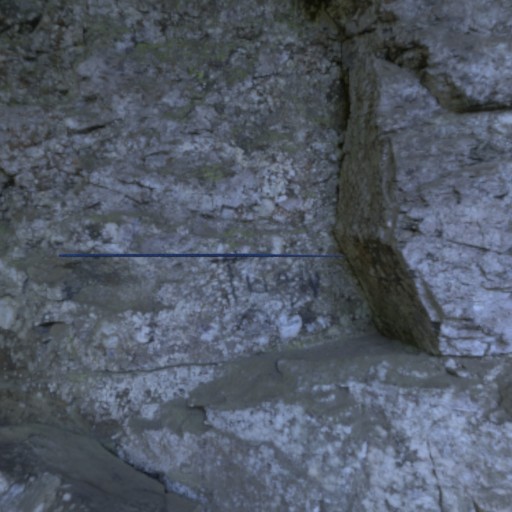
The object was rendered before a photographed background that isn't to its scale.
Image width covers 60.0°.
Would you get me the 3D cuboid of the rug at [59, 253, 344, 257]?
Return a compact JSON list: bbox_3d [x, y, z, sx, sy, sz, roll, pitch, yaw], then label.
[{"bbox_3d":[0.000,0.000,2.714,0.769,0.012,2.448,0,0,18],"label":"rug"}]
